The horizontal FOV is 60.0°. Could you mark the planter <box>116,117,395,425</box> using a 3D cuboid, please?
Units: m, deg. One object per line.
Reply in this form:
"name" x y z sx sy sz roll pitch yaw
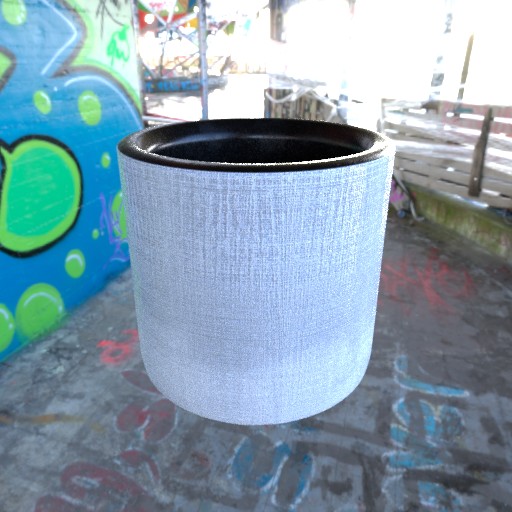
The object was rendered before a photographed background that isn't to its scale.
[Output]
"planter" 0.000 0.000 0.291 0.160 0.156 0.160 0 25 0
